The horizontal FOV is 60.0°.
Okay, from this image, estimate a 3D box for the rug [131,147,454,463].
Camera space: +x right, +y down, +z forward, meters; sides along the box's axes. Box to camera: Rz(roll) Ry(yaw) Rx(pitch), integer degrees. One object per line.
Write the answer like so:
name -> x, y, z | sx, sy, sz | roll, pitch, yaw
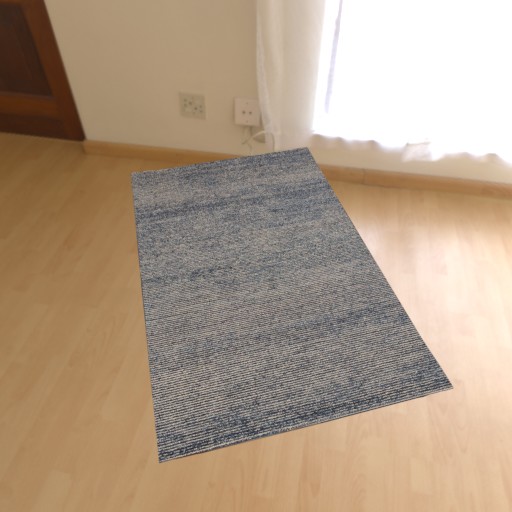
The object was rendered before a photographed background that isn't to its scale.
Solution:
rug -> 0.000, 0.000, 2.248 | 1.159, 0.025, 1.793 | -10, 47, -10
